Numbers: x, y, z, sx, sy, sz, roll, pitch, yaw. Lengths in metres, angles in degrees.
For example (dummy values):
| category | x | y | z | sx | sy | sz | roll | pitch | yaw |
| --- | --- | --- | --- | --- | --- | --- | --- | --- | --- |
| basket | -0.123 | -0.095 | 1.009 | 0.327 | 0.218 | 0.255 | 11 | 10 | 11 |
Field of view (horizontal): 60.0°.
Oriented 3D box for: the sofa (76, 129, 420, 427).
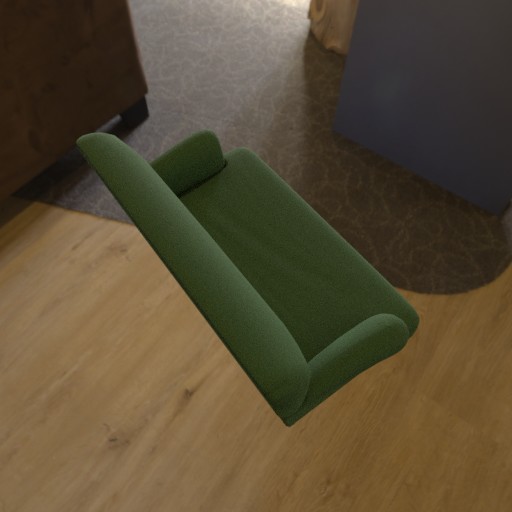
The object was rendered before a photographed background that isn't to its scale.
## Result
| category | x | y | z | sx | sy | sz | roll | pitch | yaw |
| --- | --- | --- | --- | --- | --- | --- | --- | --- | --- |
| sofa | 0.000 | 0.000 | 1.830 | 0.779 | 0.889 | 1.297 | -33 | 64 | -18 |
